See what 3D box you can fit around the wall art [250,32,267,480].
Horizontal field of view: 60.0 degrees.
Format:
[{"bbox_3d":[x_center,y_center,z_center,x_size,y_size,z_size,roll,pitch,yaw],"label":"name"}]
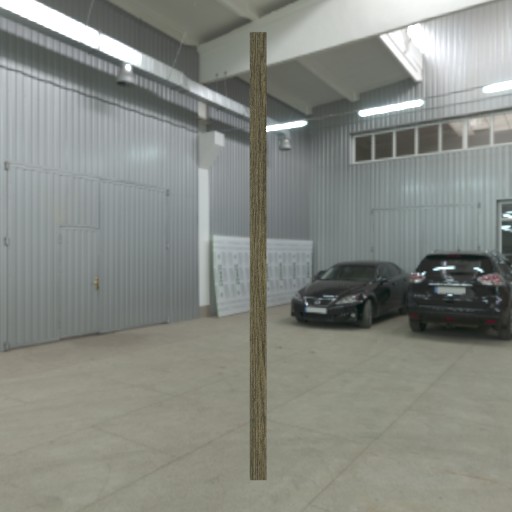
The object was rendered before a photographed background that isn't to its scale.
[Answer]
[{"bbox_3d":[0.000,0.000,0.756,0.019,0.508,0.508,0,0,-1],"label":"wall art"}]
